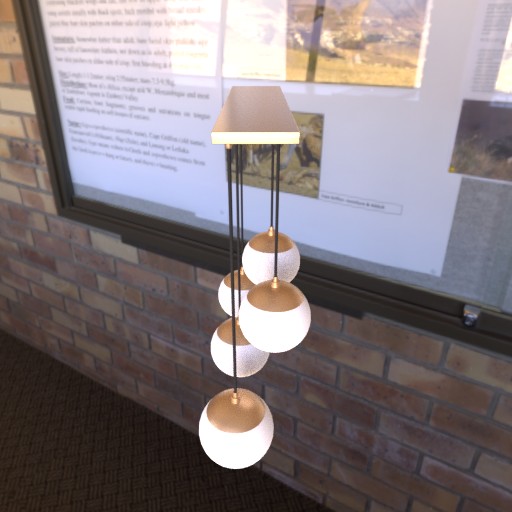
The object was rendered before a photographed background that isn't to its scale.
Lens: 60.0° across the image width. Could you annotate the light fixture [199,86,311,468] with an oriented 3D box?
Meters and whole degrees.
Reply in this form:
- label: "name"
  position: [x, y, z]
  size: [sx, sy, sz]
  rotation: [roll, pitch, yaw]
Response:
- label: "light fixture"
  position: [0.000, 0.000, 1.315]
  size: [0.299, 0.869, 0.863]
  rotation: [0, 27, 0]
